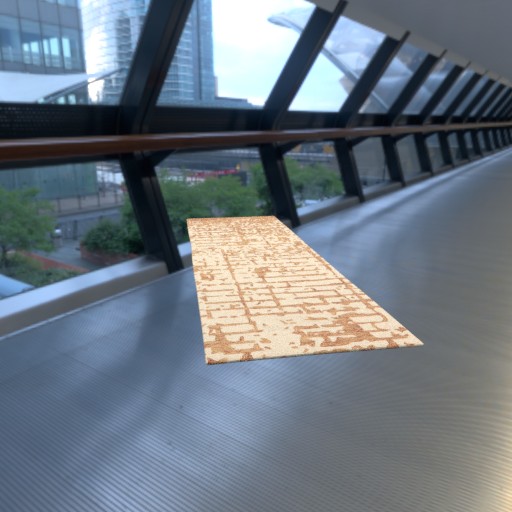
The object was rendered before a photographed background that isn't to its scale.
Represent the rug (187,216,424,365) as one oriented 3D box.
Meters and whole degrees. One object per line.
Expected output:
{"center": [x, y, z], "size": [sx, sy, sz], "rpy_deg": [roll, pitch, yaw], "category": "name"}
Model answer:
{"center": [0.000, 0.000, 2.616], "size": [0.750, 0.011, 2.435], "rpy_deg": [-3, 16, -10], "category": "rug"}
